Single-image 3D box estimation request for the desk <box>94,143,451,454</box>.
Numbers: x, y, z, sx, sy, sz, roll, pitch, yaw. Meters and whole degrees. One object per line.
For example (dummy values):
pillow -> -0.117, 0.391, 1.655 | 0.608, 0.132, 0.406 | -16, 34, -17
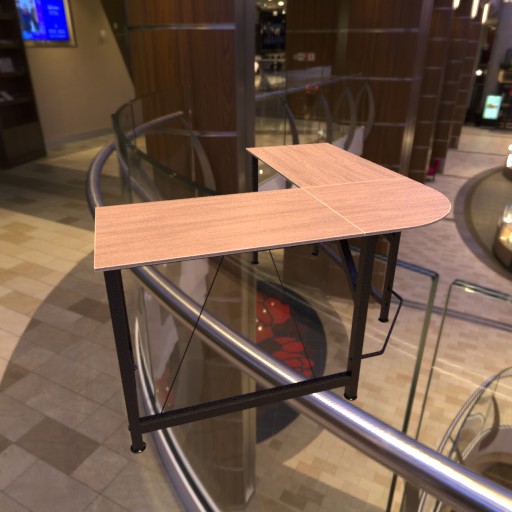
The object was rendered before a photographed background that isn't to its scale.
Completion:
desk -> 0.000, 0.000, 2.201 | 1.400, 0.762, 1.400 | -8, 27, -16
